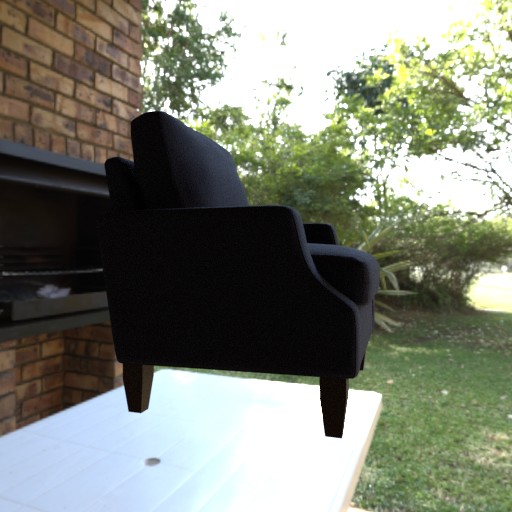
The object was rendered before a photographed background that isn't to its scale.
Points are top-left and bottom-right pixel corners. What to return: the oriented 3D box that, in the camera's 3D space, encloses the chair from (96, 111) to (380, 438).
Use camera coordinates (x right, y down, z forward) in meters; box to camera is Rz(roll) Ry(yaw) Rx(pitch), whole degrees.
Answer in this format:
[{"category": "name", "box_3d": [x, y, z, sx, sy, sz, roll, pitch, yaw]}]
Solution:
[{"category": "chair", "box_3d": [0.000, 0.000, 1.692, 0.897, 0.991, 0.855, 0, 0, 18]}]
